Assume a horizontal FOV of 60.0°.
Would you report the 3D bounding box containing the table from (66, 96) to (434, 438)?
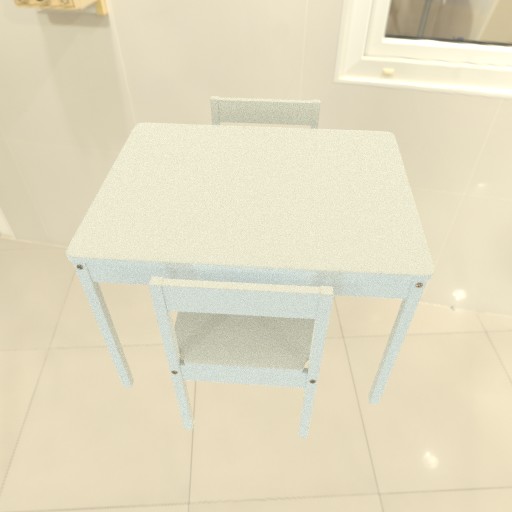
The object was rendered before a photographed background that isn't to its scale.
[{"bbox_3d":[0.000,0.000,1.092,0.650,0.503,0.672,3,44,3],"label":"table"}]
